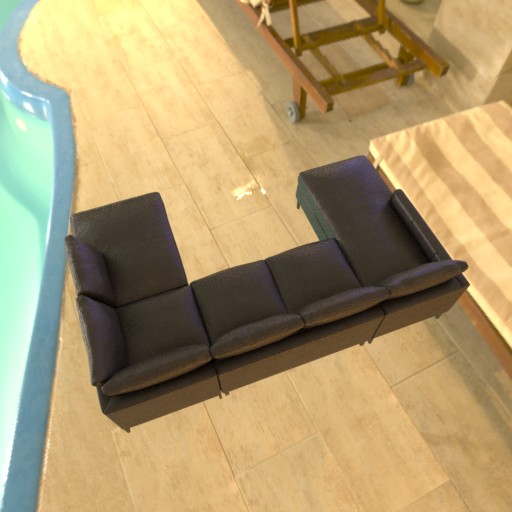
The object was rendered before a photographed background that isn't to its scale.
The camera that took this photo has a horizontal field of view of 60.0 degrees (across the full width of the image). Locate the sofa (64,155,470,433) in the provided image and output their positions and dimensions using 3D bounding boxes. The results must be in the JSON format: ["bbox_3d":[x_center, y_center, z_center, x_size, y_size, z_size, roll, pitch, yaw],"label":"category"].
[{"bbox_3d":[0.000,0.000,3.896,2.956,0.900,1.939,-17,59,-11],"label":"sofa"}]
